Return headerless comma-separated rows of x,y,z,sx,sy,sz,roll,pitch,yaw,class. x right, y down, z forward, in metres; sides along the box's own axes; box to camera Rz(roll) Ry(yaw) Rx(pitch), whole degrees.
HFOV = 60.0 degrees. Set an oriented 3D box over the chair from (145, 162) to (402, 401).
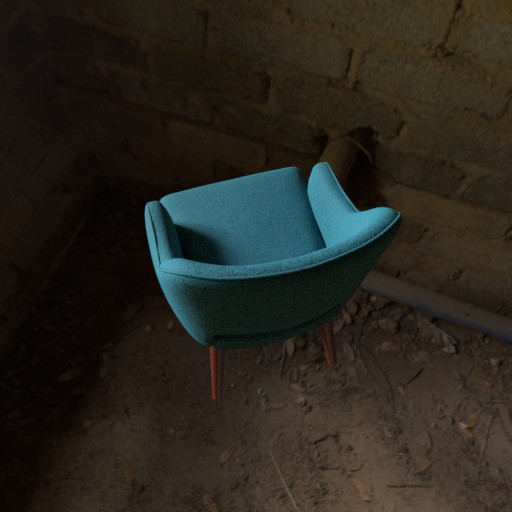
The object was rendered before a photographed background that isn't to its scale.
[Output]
0.000,0.000,1.240,0.548,0.849,0.605,-14,60,-8,chair
